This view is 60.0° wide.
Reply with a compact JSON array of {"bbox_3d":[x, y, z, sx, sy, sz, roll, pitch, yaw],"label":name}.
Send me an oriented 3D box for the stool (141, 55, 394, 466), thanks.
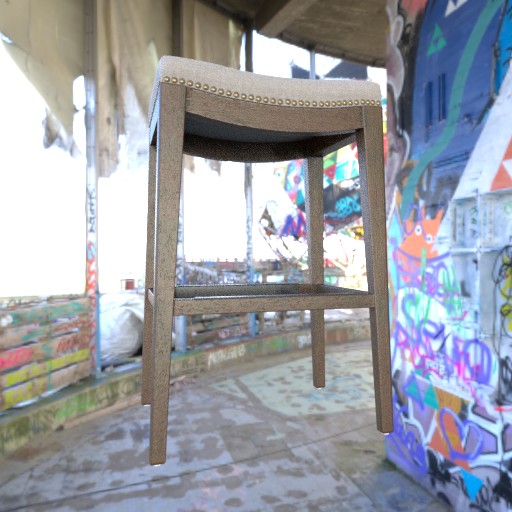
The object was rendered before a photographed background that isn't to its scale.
[{"bbox_3d":[0.000,0.000,1.039,0.508,0.762,0.356,0,0,-17],"label":"stool"}]
